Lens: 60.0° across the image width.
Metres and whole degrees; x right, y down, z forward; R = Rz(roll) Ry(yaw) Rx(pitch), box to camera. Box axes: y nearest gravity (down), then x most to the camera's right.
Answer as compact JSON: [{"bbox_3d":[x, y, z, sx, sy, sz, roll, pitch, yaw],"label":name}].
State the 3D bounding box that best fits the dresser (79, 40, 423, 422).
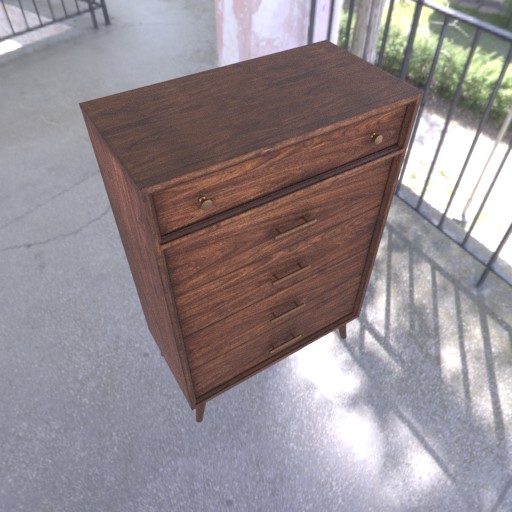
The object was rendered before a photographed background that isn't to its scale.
[{"bbox_3d":[0.000,0.000,1.819,0.919,1.365,0.498,-24,51,-21],"label":"dresser"}]
